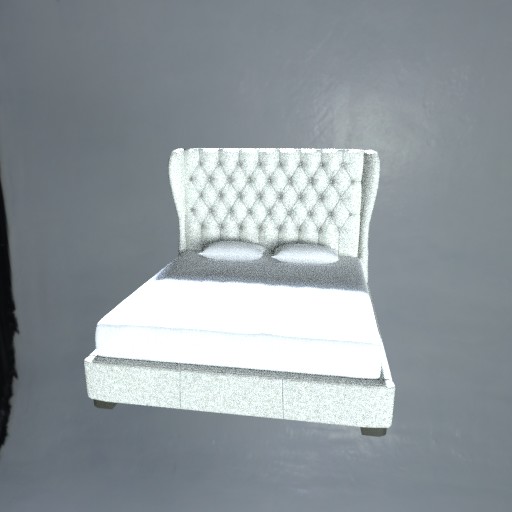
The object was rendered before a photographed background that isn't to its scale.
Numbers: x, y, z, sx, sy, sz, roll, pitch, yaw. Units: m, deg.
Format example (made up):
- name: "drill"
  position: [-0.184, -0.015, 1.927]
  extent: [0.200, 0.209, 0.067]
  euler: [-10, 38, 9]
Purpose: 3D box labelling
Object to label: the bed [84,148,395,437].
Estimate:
- name: "bed"
  position: [0.000, 0.000, 3.924]
  extent: [2.219, 1.771, 2.347]
  euler: [2, 16, 9]
